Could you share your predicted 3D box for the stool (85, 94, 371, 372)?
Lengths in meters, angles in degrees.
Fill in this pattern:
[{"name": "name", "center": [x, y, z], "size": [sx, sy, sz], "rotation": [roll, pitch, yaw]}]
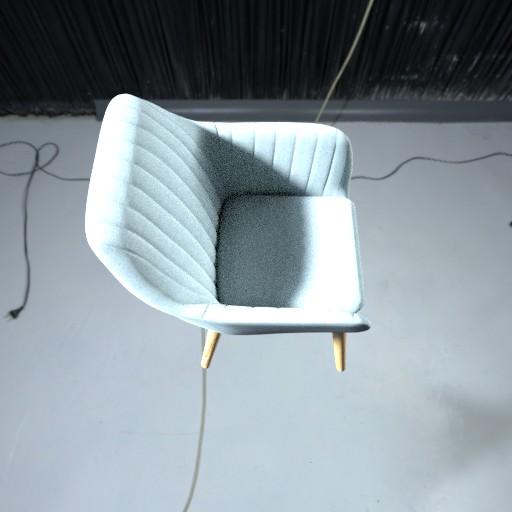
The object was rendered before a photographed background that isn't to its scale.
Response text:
[{"name": "stool", "center": [0.000, 0.000, 1.167], "size": [0.590, 0.830, 0.503], "rotation": [0, 64, 0]}]
